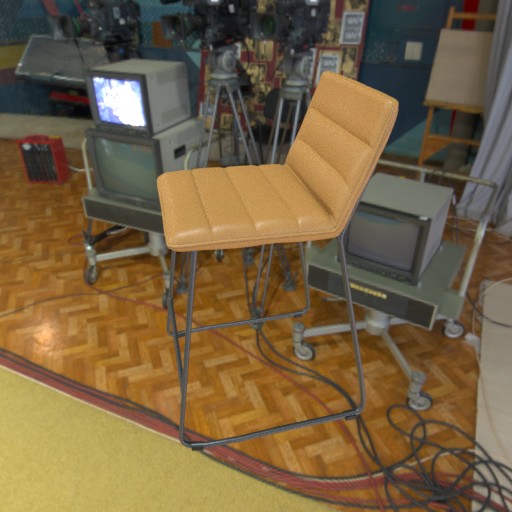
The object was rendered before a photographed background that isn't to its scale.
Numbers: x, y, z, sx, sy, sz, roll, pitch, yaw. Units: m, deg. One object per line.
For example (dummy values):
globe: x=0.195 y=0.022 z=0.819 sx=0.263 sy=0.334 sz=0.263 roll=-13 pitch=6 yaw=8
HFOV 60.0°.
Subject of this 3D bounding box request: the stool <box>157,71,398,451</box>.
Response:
stool: x=0.000 y=0.000 z=1.189 sx=0.524 sy=0.866 sz=0.489 roll=-7 pitch=32 yaw=-12
